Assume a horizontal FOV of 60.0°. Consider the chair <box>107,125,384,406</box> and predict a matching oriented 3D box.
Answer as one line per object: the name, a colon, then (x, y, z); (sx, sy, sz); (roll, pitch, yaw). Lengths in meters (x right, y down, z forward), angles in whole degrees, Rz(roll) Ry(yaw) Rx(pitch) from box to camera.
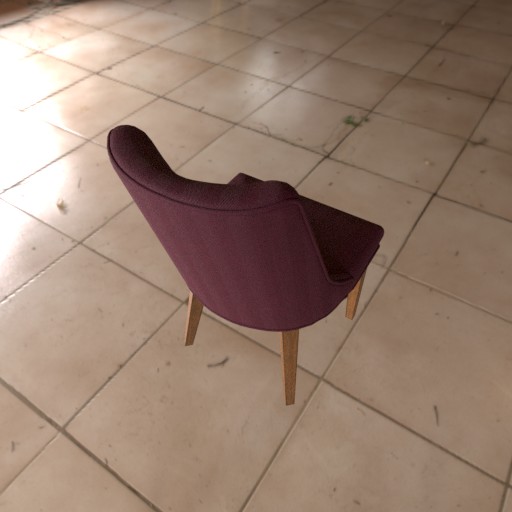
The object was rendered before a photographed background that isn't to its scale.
chair: (0.000, 0.000, 1.272); (0.548, 0.916, 0.638); (25, 51, 22)
